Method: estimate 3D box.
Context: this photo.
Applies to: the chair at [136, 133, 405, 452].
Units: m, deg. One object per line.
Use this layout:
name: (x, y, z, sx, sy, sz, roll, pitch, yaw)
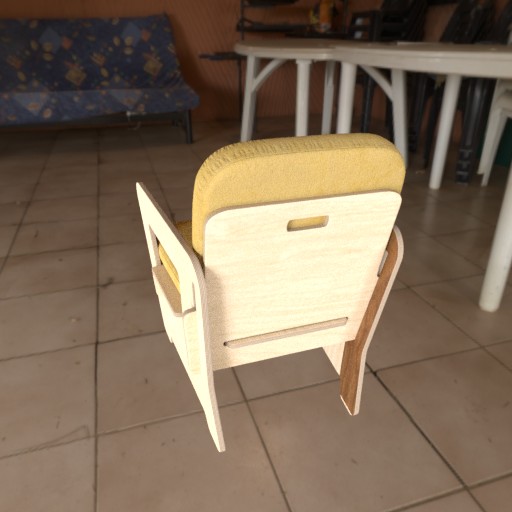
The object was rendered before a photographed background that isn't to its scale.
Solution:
chair: (0.000, 0.000, 1.283, 0.590, 0.800, 0.710, -9, 28, -17)
